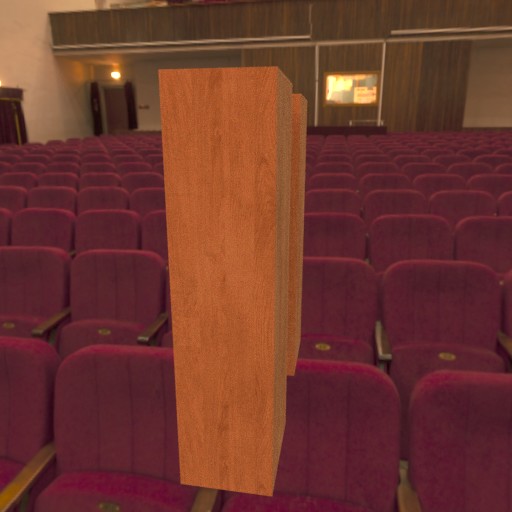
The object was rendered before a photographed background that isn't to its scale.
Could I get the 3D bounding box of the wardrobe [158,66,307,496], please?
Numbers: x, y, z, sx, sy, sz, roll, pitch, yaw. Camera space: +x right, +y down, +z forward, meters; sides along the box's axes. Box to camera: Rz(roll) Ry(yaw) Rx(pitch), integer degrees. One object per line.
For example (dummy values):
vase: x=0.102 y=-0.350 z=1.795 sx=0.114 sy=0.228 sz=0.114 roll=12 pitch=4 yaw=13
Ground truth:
wardrobe: x=0.000 y=0.000 z=2.839 sx=0.480 sy=2.000 sz=1.770 roll=3 pitch=15 yaw=10
